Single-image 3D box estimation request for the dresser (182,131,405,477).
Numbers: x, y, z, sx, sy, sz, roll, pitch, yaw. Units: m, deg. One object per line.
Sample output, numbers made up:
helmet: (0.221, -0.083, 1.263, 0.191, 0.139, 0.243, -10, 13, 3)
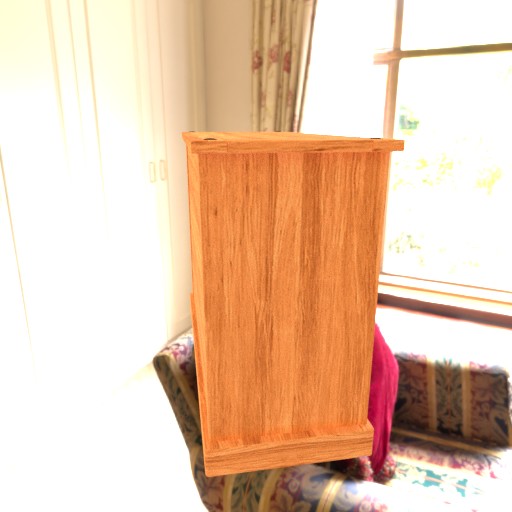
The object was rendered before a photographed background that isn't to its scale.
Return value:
dresser: (0.000, 0.000, 1.389, 0.410, 0.740, 0.990, -3, 17, -10)
